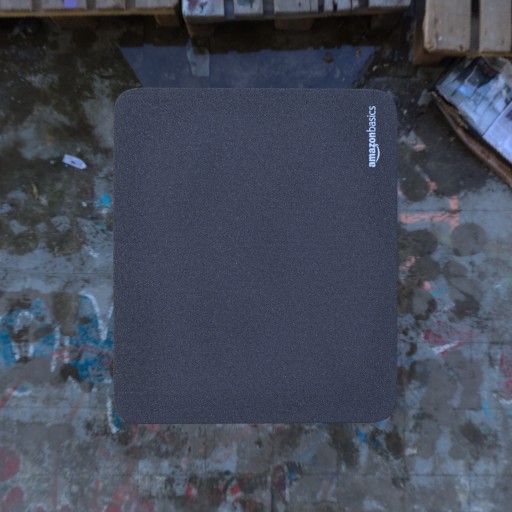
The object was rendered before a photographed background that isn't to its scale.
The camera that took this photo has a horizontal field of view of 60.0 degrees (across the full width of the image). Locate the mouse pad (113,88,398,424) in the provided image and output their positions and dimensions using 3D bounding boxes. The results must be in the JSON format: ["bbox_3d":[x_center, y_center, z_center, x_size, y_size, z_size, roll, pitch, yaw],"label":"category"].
[{"bbox_3d":[0.000,0.000,0.329,0.211,0.002,0.249,0,90,-1],"label":"mouse pad"}]
